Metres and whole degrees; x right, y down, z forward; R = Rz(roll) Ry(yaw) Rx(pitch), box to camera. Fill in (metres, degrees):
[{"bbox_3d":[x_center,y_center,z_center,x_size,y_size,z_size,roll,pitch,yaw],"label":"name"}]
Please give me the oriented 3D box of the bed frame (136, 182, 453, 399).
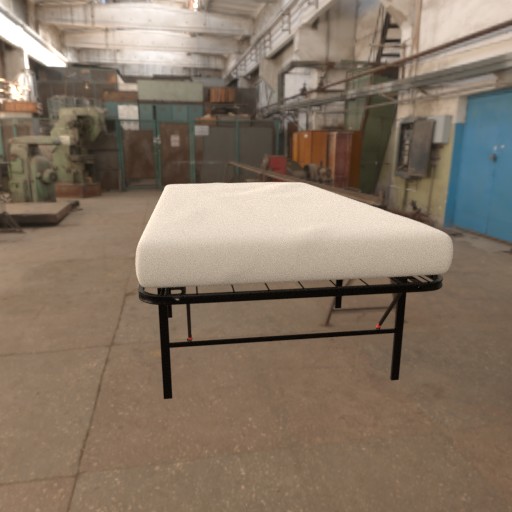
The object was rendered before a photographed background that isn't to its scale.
[{"bbox_3d":[0.000,0.000,2.269,0.989,0.619,1.903,-2,15,-8],"label":"bed frame"}]
